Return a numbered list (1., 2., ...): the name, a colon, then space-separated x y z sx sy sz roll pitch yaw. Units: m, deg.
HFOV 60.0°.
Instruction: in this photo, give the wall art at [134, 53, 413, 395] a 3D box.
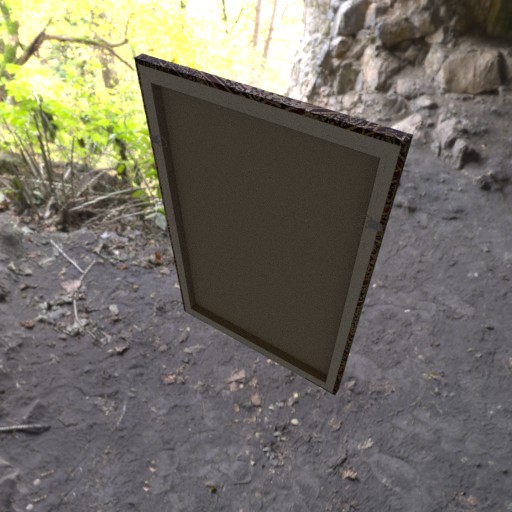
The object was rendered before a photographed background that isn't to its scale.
1. wall art: 0.000 0.000 0.771 0.397 0.599 0.020 25 52 22
